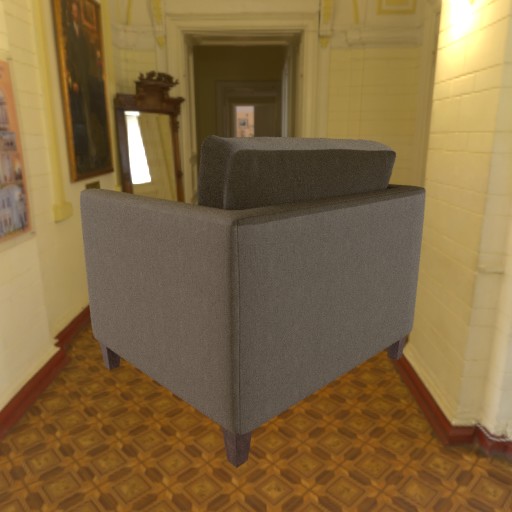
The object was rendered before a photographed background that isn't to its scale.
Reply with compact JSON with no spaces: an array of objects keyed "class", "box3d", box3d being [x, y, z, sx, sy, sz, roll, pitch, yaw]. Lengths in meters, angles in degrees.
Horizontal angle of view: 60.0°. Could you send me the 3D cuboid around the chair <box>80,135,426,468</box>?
[{"class":"chair","box3d":[0.000,0.000,1.850,1.107,0.963,0.959,-14,20,-43]}]
